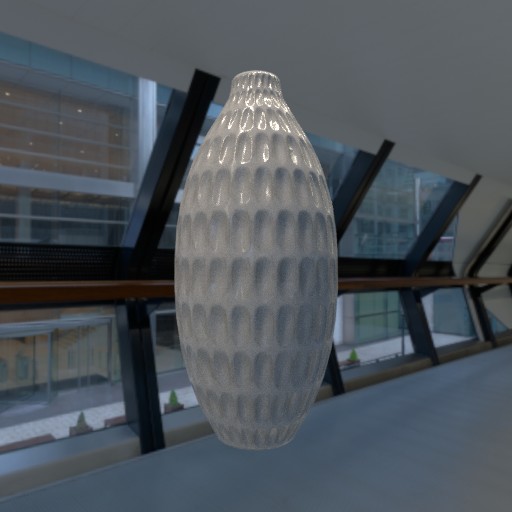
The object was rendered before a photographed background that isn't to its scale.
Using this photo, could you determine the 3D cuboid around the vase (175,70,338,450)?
[{"bbox_3d":[0.000,0.000,0.352,0.127,0.282,0.127,0,-1,0],"label":"vase"}]
